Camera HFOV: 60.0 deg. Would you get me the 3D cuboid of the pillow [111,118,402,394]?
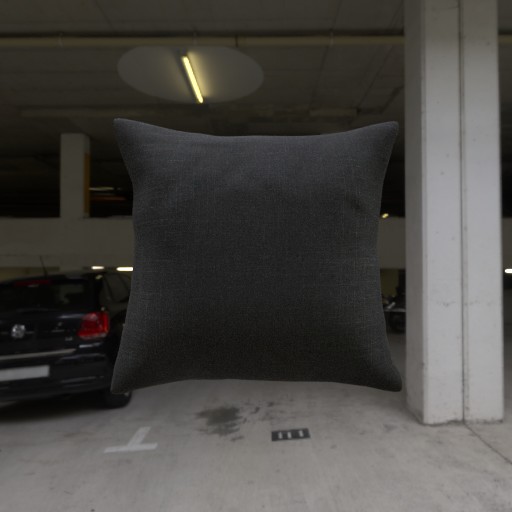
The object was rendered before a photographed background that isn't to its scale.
[{"bbox_3d":[0.000,0.000,0.714,0.468,0.444,0.138,0,-1,0],"label":"pillow"}]
